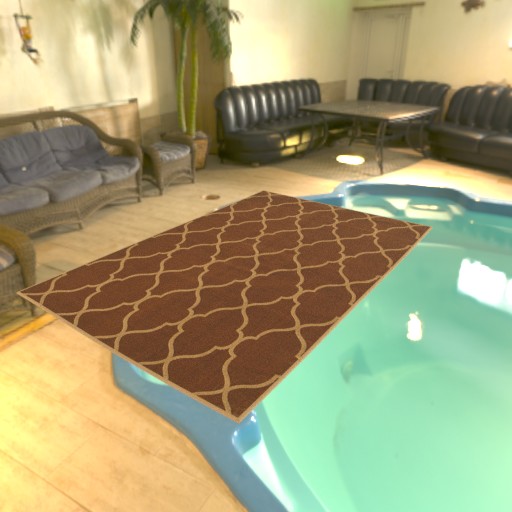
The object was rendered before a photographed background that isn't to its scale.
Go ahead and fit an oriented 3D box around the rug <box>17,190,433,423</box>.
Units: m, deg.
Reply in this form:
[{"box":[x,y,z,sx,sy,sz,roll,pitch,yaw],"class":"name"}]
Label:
[{"box":[0.000,0.000,2.787,1.526,0.014,2.290,18,31,32],"class":"rug"}]
